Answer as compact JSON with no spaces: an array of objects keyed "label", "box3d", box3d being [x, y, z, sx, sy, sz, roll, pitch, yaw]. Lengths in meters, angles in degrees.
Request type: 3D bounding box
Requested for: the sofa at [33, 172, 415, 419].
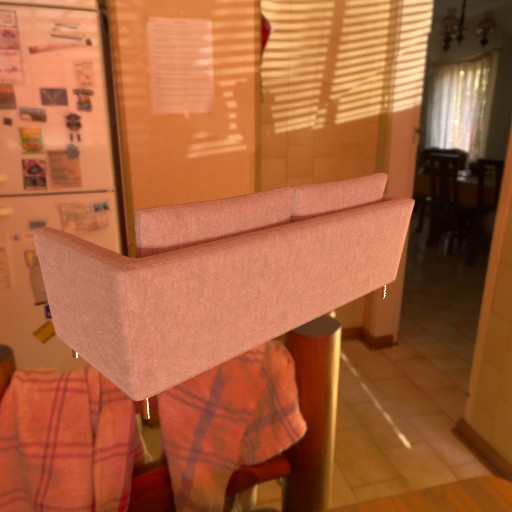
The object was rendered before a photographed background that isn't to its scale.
[{"label":"sofa","box3d":[0.000,0.000,2.570,2.121,0.864,0.889,-16,23,-42]}]
